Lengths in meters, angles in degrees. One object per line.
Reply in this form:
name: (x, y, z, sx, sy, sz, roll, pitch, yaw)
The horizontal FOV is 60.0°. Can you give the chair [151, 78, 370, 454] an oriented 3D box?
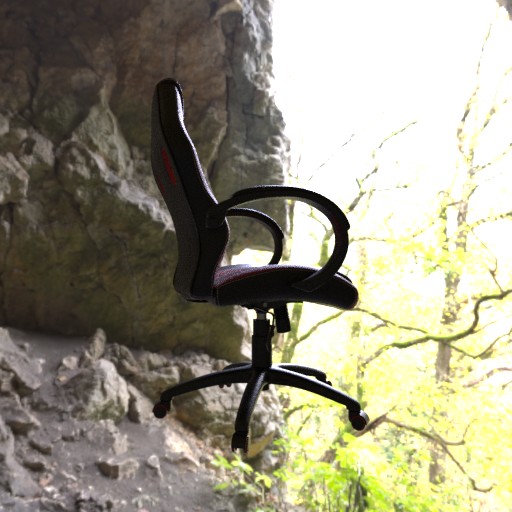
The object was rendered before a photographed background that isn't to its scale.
chair: (0.000, 0.000, 1.706, 0.783, 1.189, 0.750, 0, -1, -17)
